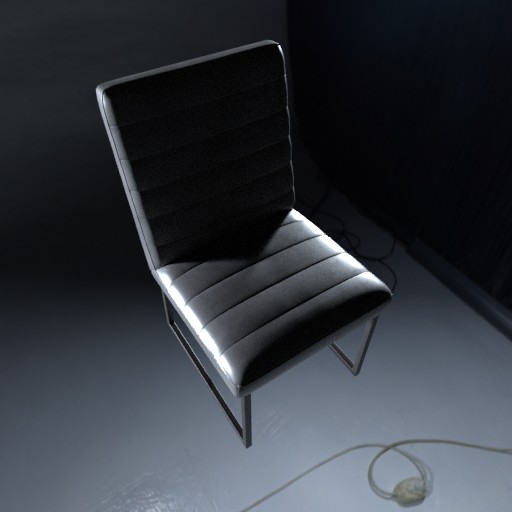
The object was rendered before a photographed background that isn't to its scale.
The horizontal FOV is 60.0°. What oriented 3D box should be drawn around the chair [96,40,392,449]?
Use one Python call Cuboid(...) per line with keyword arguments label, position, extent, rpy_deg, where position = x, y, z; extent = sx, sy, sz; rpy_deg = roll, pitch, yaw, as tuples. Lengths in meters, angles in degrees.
Cuboid(label="chair", position=(0.000, 0.000, 1.281), extent=(0.520, 0.930, 0.634), rpy_deg=(-26, 52, -22))
